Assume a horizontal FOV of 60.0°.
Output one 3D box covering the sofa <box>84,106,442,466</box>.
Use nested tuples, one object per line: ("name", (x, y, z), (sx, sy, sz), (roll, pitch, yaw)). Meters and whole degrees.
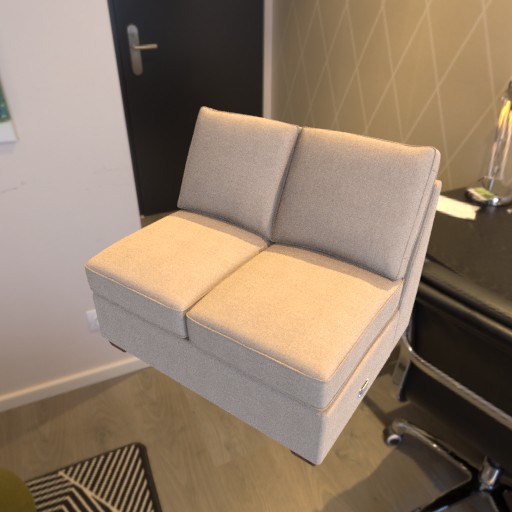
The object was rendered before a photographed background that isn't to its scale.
("sofa", (0.000, 0.000, 1.975), (1.232, 1.006, 0.978), (20, 37, 29))
